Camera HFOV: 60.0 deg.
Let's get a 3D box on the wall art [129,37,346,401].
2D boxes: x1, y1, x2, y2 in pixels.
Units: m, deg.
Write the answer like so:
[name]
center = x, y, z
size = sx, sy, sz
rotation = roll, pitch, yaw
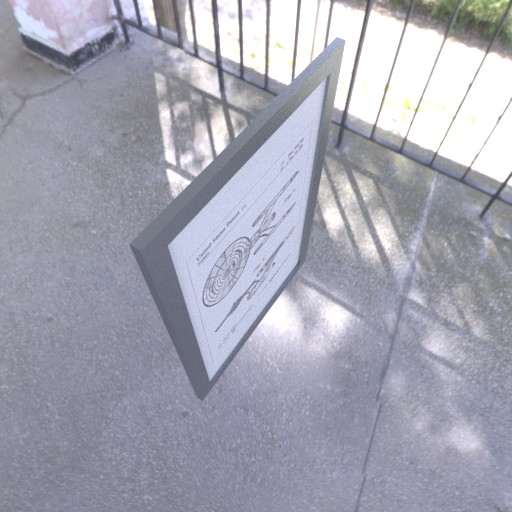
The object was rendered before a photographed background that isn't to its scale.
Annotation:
[wall art]
center = 0.000, 0.000, 0.694
size = 0.013, 0.529, 0.376
rotation = 30, 63, 17
